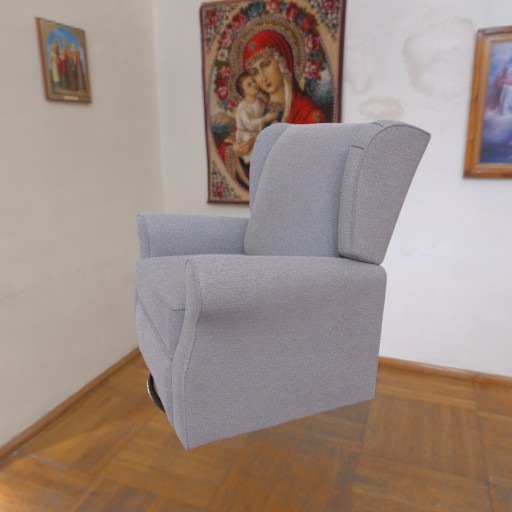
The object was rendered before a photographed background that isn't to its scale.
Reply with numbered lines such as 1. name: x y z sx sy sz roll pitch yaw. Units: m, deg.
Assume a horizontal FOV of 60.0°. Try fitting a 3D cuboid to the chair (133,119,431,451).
1. chair: 0.000 0.000 1.657 0.854 0.966 0.906 -7 17 -23
